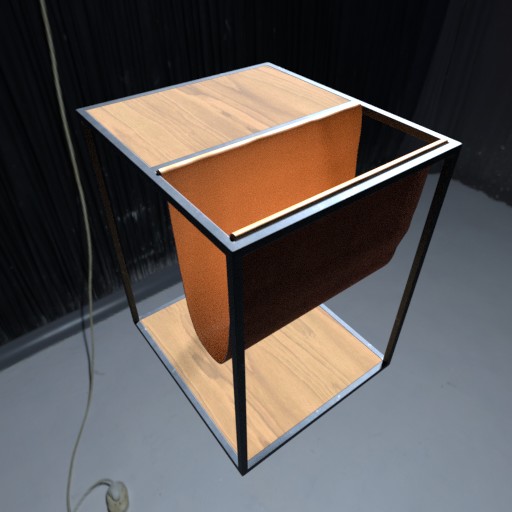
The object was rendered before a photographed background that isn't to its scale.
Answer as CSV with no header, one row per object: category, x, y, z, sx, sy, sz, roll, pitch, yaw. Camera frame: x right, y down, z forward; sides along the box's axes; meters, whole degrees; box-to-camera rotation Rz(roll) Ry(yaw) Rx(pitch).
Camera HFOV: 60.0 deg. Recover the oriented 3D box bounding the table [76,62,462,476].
table,0.000,0.000,0.849,0.399,0.536,0.450,-26,47,-27
